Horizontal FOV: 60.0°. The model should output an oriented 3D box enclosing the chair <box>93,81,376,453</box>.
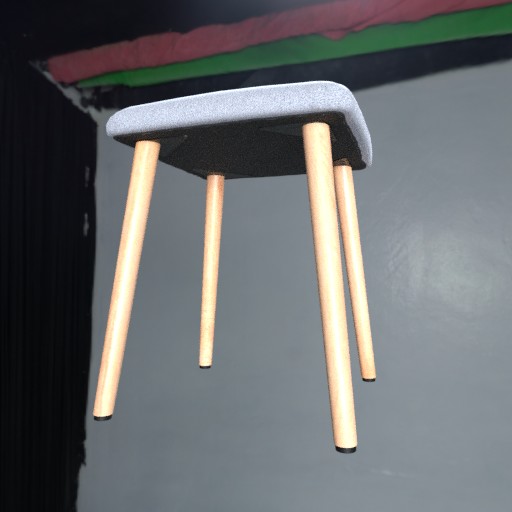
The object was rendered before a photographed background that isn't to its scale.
[{"bbox_3d":[0.000,0.000,0.697,0.350,0.440,0.350,-1,-2,19],"label":"chair"}]
